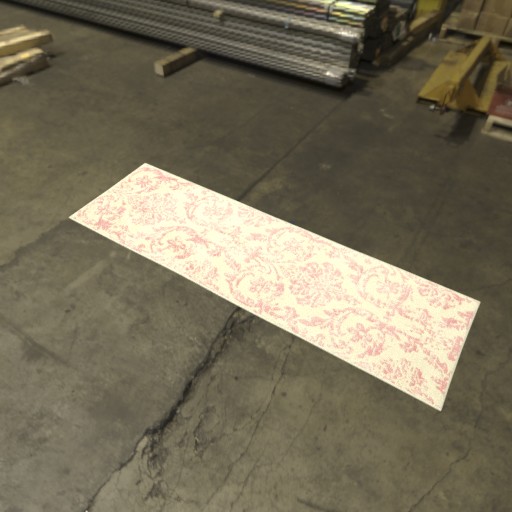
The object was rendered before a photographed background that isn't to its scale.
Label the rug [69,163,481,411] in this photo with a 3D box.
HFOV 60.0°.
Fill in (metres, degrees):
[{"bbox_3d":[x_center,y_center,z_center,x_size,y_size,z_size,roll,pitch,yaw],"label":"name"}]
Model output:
[{"bbox_3d":[0.000,0.000,2.391,2.196,0.011,0.662,25,51,22],"label":"rug"}]
